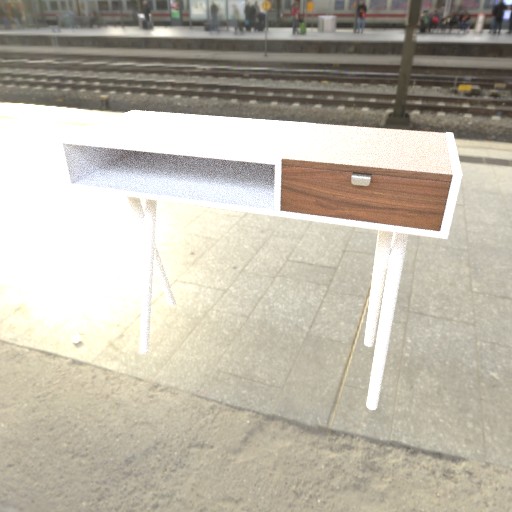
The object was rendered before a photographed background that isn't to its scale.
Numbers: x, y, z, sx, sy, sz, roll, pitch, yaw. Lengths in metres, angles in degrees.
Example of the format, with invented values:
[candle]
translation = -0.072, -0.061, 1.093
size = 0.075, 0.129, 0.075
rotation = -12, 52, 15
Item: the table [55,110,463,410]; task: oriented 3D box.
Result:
[table]
translation = 0.000, 0.000, 1.451
size = 1.066, 0.785, 0.418
rotation = 9, 30, 16
